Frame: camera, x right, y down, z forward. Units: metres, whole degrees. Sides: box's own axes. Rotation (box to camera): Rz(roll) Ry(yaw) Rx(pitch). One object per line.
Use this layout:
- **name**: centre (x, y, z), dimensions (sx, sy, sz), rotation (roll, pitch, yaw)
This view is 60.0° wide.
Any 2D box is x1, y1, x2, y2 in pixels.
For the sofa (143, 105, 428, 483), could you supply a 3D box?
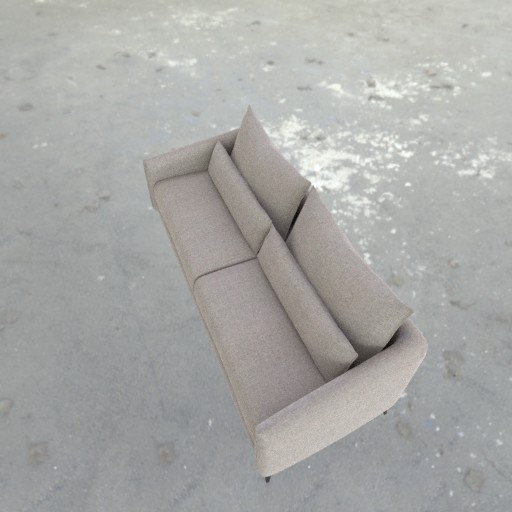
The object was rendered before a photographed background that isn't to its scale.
- **sofa**: centre (0.000, 0.000, 2.473), dimensions (0.809, 0.833, 2.022), rotation (-17, 50, -15)
